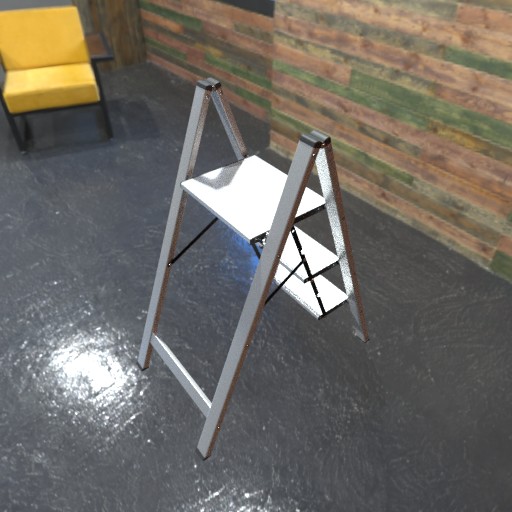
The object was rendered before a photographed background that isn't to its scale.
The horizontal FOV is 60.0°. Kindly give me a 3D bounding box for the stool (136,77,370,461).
[{"bbox_3d":[0.000,0.000,1.299,0.730,0.902,0.441,-27,47,-28],"label":"stool"}]
